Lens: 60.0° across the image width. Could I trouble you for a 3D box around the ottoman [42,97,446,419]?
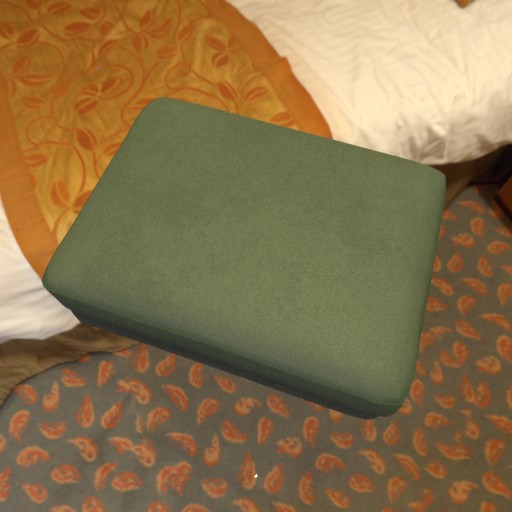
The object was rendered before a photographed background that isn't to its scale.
[{"bbox_3d":[0.000,0.000,1.144,0.811,0.449,0.608,17,65,8],"label":"ottoman"}]
